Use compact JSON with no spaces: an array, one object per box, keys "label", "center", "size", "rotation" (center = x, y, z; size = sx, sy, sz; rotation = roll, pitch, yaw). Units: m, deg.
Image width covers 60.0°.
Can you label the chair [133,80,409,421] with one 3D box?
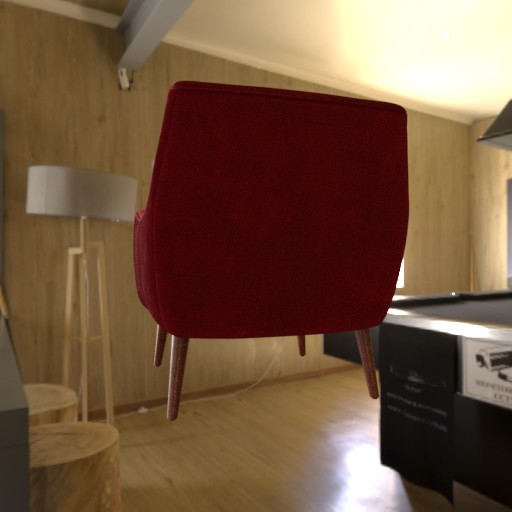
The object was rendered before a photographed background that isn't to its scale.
[{"label":"chair","center":[0.000,0.000,1.444],"size":[0.762,0.838,0.787],"rotation":[0,0,-16]}]
